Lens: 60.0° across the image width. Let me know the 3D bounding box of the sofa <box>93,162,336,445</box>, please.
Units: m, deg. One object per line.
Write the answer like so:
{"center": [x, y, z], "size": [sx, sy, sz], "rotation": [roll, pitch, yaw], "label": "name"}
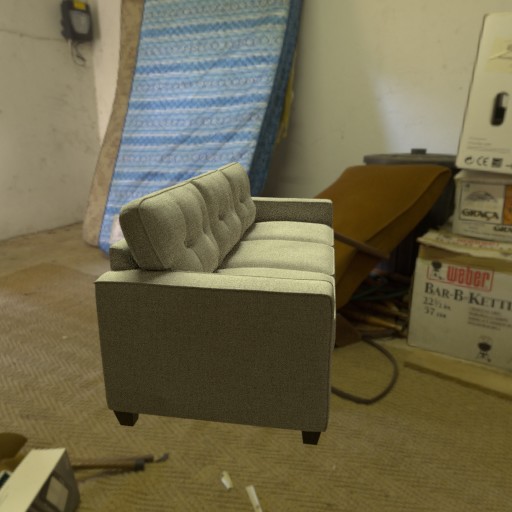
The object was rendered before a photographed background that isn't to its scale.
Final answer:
{"center": [0.000, 0.000, 2.658], "size": [0.939, 0.965, 2.133], "rotation": [3, 17, 9], "label": "sofa"}
